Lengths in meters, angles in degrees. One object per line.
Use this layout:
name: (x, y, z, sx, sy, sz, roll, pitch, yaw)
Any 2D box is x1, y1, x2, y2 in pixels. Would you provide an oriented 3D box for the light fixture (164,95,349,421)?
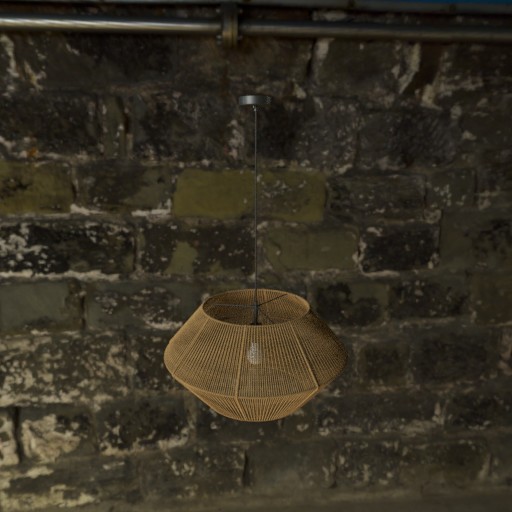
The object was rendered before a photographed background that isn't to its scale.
light fixture: (0.000, 0.000, 1.490, 0.643, 1.009, 0.643, 0, 14, 0)
